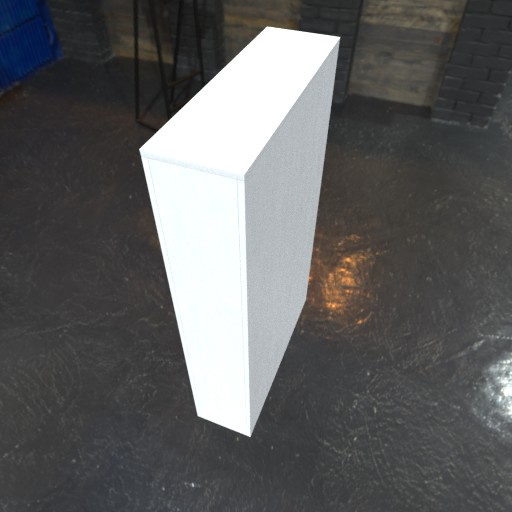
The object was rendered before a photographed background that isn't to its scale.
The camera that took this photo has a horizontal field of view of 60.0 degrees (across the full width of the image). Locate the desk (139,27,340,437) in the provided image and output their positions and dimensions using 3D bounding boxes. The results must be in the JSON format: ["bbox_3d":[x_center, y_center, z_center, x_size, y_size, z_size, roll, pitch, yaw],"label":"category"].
[{"bbox_3d":[0.000,0.000,1.592,0.250,1.280,0.750,16,48,15],"label":"desk"}]
